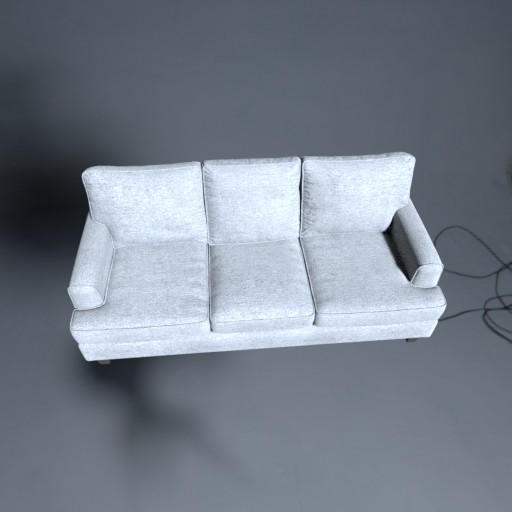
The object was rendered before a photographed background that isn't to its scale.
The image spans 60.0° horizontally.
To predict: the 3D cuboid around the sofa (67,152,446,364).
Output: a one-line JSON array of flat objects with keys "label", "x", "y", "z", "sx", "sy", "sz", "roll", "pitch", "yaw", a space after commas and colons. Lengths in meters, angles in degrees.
[{"label": "sofa", "x": 0.000, "y": 0.000, "z": 2.776, "sx": 2.158, "sy": 0.965, "sz": 0.951, "roll": -3, "pitch": 47, "yaw": -3}]
